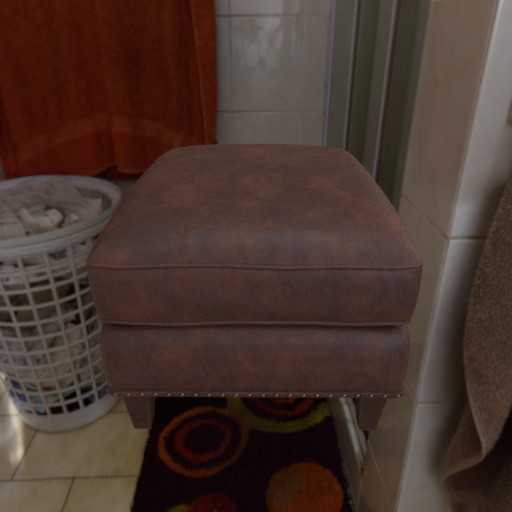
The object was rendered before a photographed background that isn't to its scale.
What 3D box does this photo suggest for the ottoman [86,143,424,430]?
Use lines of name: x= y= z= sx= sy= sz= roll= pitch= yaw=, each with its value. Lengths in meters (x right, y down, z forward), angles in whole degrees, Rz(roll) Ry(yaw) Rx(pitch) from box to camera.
ottoman: x=0.000 y=0.000 z=1.129 sx=0.586 sy=0.486 sz=0.742 roll=0 pitch=27 yaw=0
